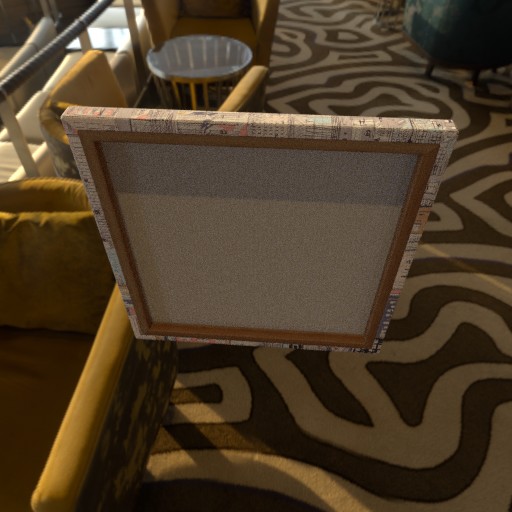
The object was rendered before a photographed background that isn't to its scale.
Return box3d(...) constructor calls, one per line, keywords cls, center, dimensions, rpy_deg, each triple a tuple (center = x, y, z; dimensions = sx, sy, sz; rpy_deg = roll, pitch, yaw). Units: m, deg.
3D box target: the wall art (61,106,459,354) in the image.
box3d(cls="wall art", center=(0.000, 0.000, 0.899), dimensions=(0.607, 0.608, 0.038), rpy_deg=(3, 46, 3))
